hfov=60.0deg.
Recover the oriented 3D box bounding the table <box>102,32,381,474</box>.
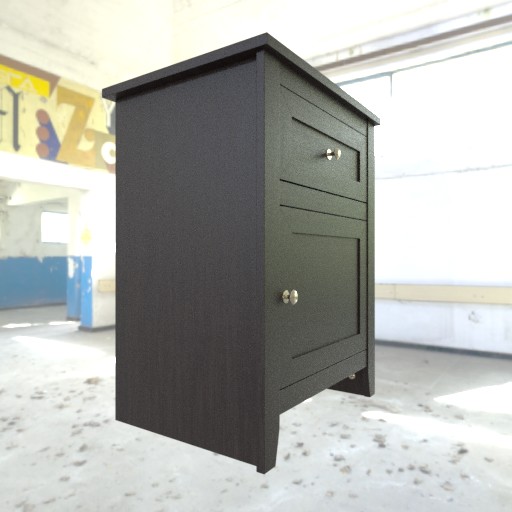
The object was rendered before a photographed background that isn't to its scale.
[{"bbox_3d":[0.000,0.000,0.931,0.381,0.635,0.480,0,0,35],"label":"table"}]
